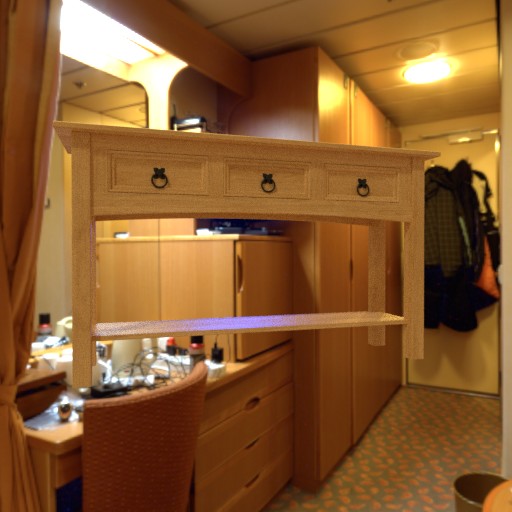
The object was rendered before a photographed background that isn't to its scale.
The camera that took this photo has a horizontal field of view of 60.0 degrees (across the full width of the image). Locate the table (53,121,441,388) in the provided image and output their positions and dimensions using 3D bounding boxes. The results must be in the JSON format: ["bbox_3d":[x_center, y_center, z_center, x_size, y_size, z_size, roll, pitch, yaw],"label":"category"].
[{"bbox_3d":[0.000,0.000,1.534,1.240,0.730,0.350,0,1,-17],"label":"table"}]
